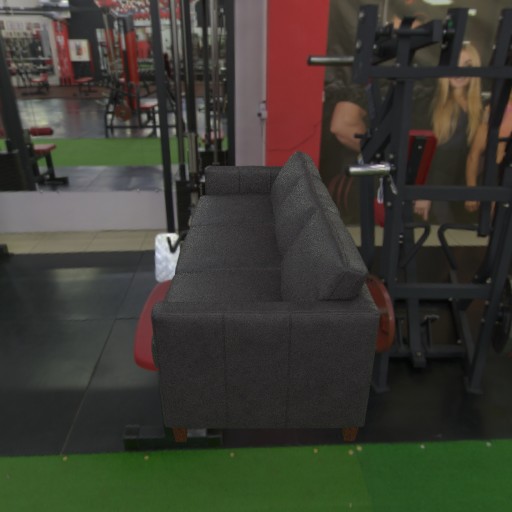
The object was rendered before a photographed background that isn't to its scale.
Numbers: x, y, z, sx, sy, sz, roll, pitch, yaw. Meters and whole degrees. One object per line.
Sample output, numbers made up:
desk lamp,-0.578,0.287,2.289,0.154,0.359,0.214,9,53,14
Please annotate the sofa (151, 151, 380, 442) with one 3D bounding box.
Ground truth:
sofa,0.000,0.000,3.081,1.045,1.006,2.464,0,26,0
